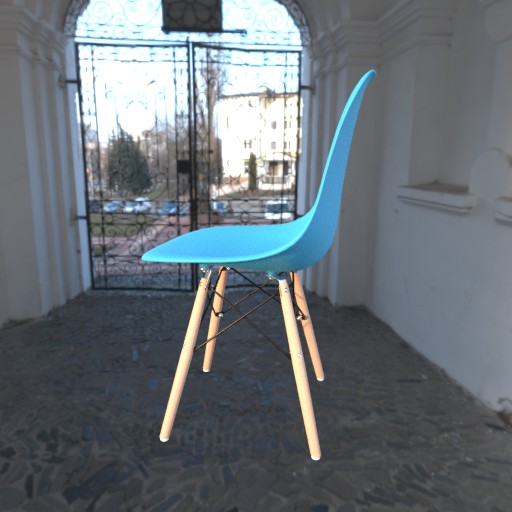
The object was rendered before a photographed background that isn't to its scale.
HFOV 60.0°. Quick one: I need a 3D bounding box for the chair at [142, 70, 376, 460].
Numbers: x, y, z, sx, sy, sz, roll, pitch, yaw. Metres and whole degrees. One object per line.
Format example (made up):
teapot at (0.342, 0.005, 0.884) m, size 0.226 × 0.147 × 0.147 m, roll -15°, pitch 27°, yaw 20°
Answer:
chair at (0.000, 0.000, 1.100) m, size 0.531 × 0.826 × 0.470 m, roll 2°, pitch 12°, yaw 10°
